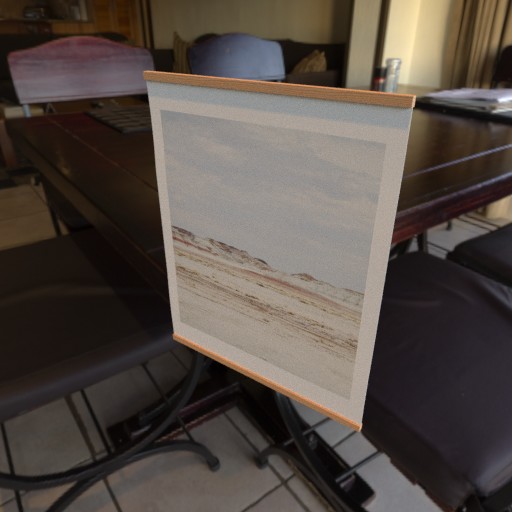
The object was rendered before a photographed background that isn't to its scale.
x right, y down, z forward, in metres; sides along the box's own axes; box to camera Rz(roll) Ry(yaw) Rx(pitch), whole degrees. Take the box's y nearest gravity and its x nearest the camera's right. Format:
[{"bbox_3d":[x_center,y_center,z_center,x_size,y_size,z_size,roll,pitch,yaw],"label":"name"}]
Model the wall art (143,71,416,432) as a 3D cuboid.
[{"bbox_3d":[0.000,0.000,0.686,0.404,0.507,0.010,18,34,30],"label":"wall art"}]
